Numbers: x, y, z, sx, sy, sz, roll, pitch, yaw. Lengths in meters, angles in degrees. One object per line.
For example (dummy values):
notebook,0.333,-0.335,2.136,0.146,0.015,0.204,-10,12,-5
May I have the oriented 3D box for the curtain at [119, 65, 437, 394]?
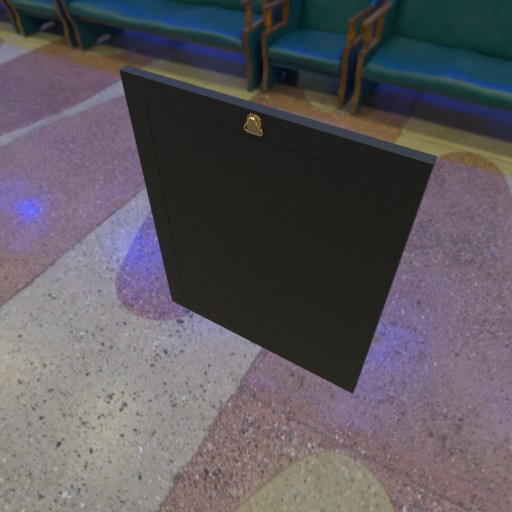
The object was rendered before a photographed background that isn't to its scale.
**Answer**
curtain,0.000,0.000,0.814,0.483,0.585,0.027,23,51,20
